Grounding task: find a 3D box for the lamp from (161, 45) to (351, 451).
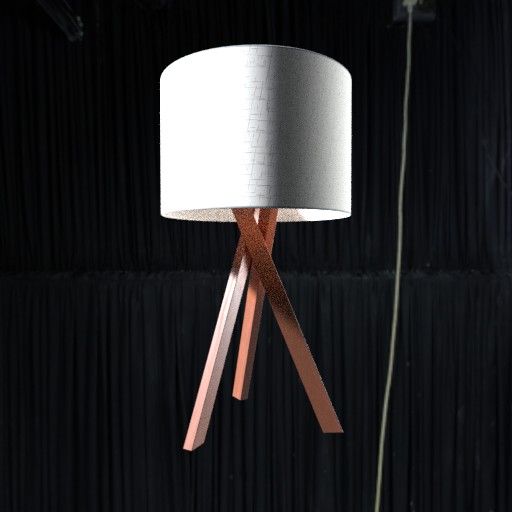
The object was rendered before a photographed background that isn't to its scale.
[{"bbox_3d":[0.000,0.000,0.908,0.380,0.686,0.380,0,1,0],"label":"lamp"}]
